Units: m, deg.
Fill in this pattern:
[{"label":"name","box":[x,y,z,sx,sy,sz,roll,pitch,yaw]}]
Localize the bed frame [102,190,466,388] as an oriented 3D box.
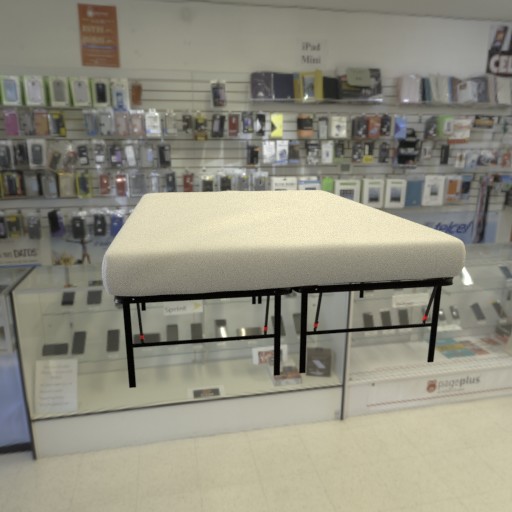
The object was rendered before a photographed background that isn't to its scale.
[{"label":"bed frame","box":[0.000,0.000,2.881,1.584,0.667,2.151,-2,15,-9]}]
